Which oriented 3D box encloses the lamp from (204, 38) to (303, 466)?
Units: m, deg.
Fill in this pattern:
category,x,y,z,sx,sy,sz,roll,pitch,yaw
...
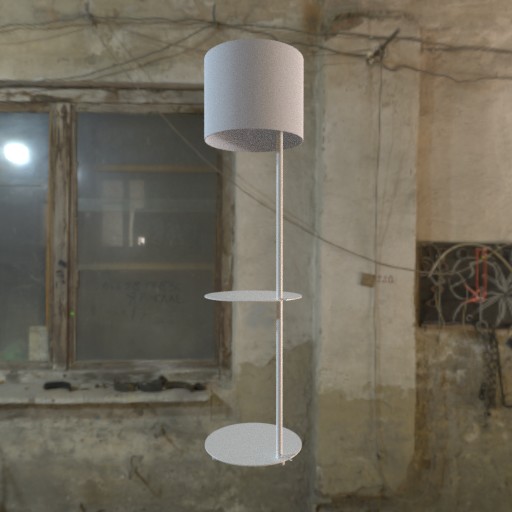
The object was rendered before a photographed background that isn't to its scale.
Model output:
category,x,y,z,sx,sy,sz,roll,pitch,yaw
lamp,0.000,0.000,1.674,0.372,1.465,0.405,-1,1,-36
